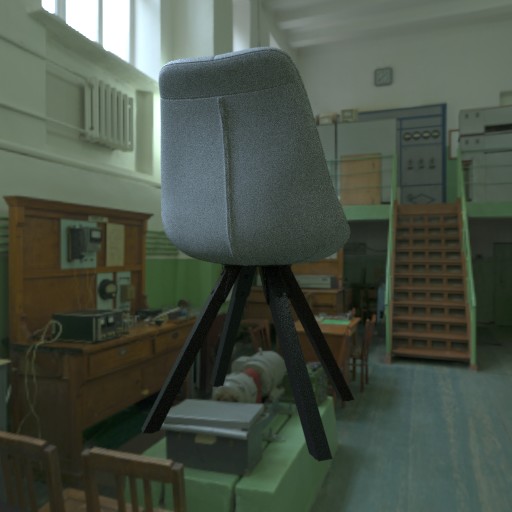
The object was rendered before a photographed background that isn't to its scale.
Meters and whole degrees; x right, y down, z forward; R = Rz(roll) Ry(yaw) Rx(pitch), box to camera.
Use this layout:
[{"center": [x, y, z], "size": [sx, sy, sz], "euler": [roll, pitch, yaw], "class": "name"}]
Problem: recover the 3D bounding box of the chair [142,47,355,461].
[{"center": [0.000, 0.000, 1.167], "size": [0.485, 0.850, 0.550], "euler": [0, 1, 18], "class": "chair"}]
